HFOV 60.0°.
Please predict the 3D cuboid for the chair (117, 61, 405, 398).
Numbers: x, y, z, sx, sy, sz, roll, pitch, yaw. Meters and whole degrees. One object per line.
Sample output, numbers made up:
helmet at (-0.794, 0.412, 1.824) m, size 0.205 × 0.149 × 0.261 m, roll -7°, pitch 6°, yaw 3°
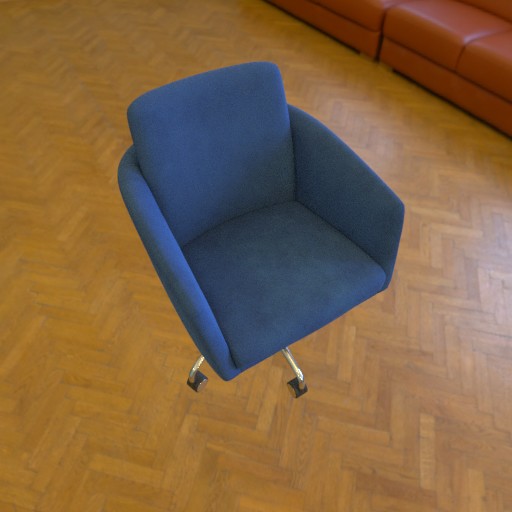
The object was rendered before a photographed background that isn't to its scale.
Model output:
chair at (0.000, 0.000, 1.345) m, size 0.641 × 0.908 × 0.635 m, roll -25°, pitch 53°, yaw -21°
